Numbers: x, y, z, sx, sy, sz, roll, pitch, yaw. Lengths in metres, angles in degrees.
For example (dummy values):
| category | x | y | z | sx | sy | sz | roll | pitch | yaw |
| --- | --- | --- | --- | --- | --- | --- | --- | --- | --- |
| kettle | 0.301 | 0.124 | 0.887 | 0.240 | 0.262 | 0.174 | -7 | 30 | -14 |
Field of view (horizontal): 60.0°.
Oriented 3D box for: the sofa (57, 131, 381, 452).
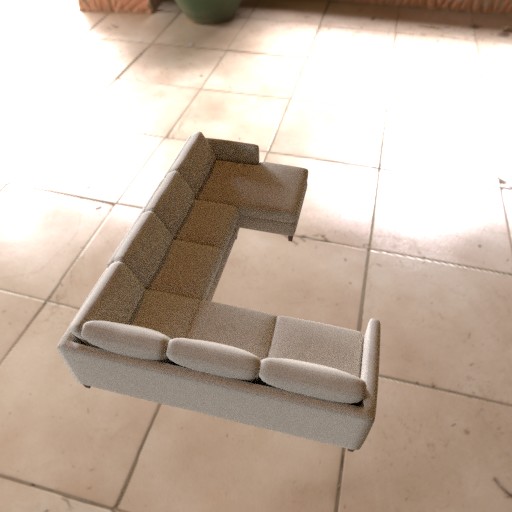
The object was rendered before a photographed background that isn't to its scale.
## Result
| category | x | y | z | sx | sy | sz | roll | pitch | yaw |
| --- | --- | --- | --- | --- | --- | --- | --- | --- | --- |
| sofa | 0.000 | 0.000 | 4.576 | 2.551 | 0.853 | 3.238 | 10 | 48 | 9 |
